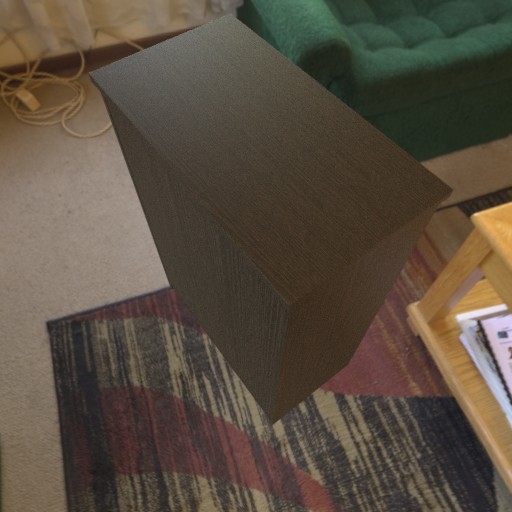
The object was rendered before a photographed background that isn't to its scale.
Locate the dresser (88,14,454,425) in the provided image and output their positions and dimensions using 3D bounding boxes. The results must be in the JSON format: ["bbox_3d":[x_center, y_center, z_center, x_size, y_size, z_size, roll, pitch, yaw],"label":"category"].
[{"bbox_3d":[0.000,0.000,1.330,0.399,1.020,0.704,-33,64,-18],"label":"dresser"}]
